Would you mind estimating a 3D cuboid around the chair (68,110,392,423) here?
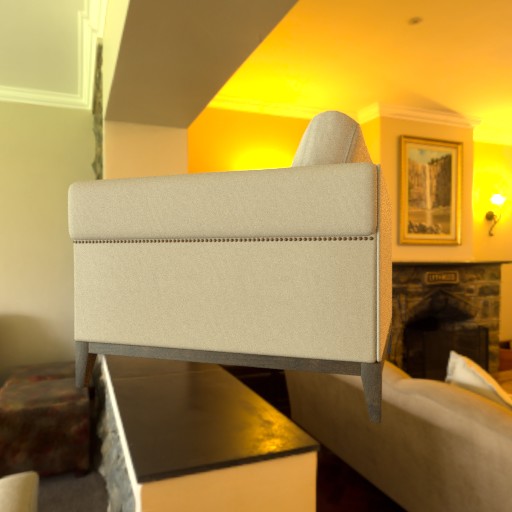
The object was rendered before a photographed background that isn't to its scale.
[{"bbox_3d":[0.000,0.000,1.676,0.959,0.838,0.914,0,0,19],"label":"chair"}]
